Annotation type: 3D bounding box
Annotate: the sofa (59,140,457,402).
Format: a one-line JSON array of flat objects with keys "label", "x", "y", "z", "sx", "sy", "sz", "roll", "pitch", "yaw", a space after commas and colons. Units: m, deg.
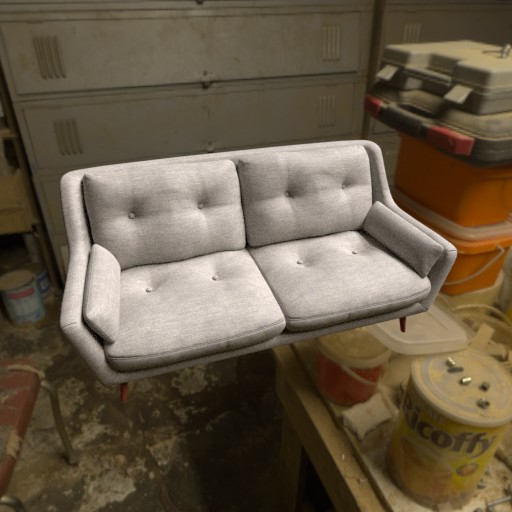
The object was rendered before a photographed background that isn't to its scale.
[{"label": "sofa", "x": 0.000, "y": 0.000, "z": 2.405, "sx": 1.930, "sy": 0.897, "sz": 0.976, "roll": -10, "pitch": 33, "yaw": -16}]
